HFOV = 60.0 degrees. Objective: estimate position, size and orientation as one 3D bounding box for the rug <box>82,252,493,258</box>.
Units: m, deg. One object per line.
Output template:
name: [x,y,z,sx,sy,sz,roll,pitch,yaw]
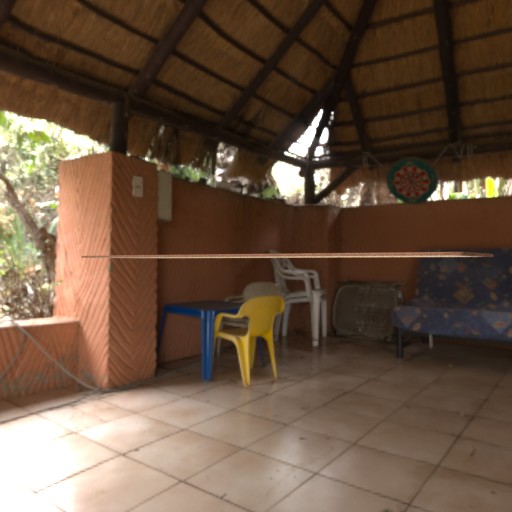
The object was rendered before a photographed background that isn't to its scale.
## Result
rug: [0.000,0.000,2.663,2.439,0.017,0.764,0,-1,36]
